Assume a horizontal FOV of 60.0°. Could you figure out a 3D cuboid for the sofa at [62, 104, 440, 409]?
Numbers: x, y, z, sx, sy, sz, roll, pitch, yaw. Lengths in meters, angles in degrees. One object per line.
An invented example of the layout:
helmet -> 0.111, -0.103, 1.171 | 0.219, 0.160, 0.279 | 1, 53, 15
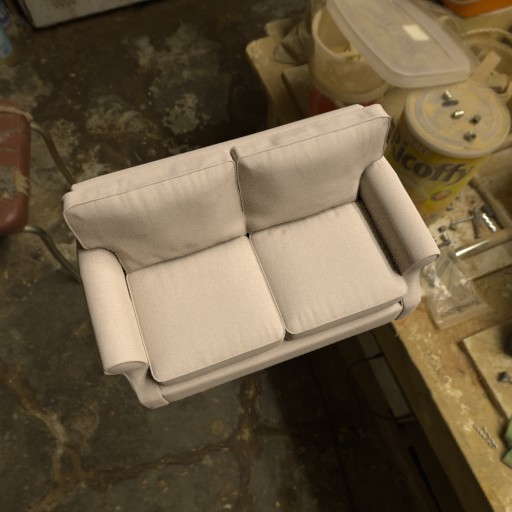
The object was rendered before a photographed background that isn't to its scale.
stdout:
sofa -> 0.000, 0.000, 2.249 | 1.665, 0.937, 0.964 | -18, 66, -9
